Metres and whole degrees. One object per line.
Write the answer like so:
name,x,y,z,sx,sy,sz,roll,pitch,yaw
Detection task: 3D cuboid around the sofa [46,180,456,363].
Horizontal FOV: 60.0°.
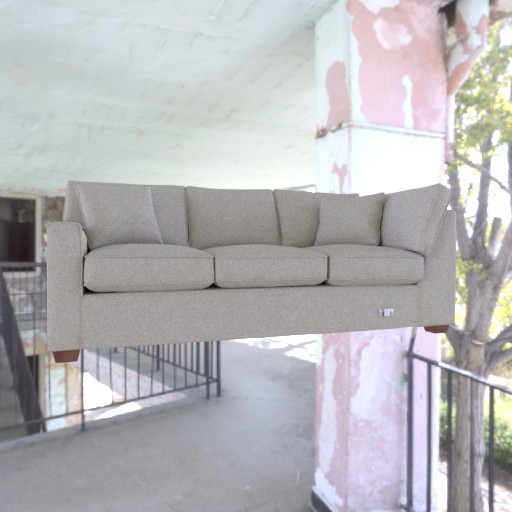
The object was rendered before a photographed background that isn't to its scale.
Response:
sofa,0.000,0.000,2.799,2.317,0.962,1.061,0,1,-19
